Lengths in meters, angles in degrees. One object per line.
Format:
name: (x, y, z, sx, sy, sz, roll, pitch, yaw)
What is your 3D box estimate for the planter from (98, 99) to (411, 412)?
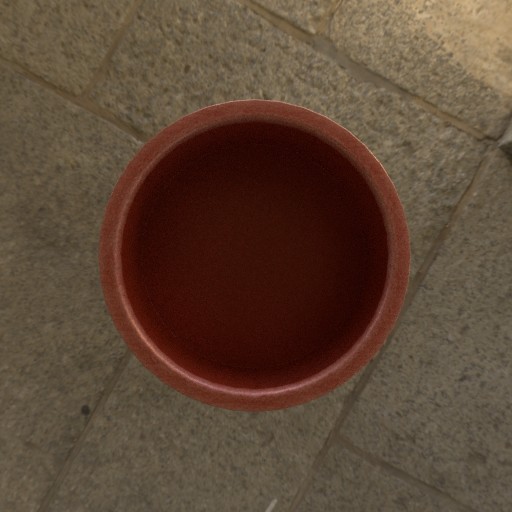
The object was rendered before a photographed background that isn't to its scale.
planter: (0.000, 0.000, 0.712, 0.354, 0.465, 0.345, 0, 90, -1)
